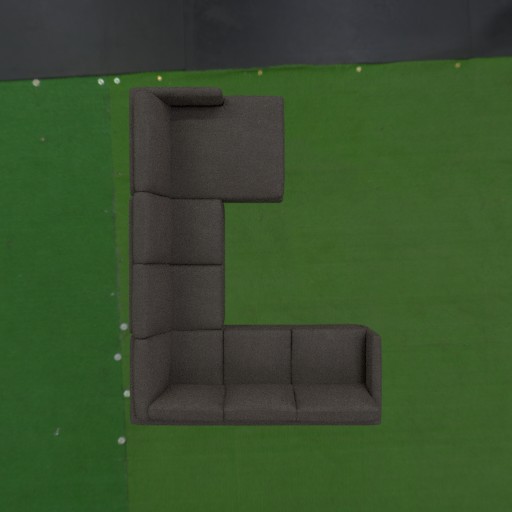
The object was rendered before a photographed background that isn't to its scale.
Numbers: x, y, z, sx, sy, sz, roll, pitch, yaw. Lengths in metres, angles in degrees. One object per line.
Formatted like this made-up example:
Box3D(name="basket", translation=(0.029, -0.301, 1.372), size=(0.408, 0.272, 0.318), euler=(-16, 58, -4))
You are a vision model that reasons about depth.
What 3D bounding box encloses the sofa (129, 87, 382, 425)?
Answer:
Box3D(name="sofa", translation=(0.000, 0.000, 4.741), size=(2.594, 0.961, 3.460), euler=(0, 91, 0))
